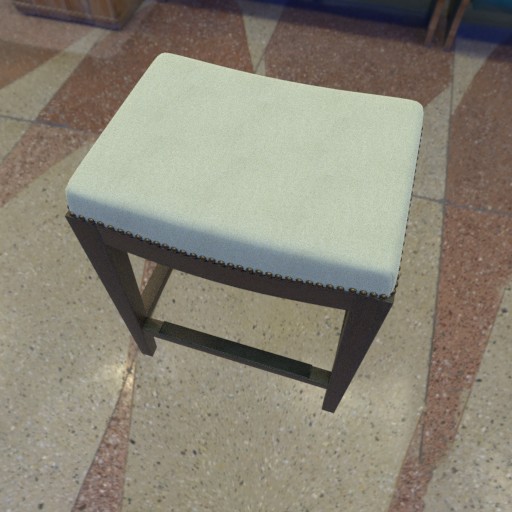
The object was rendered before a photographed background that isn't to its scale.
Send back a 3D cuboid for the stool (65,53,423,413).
[{"bbox_3d":[0.000,0.000,0.922,0.500,0.642,0.361,15,59,9],"label":"stool"}]
